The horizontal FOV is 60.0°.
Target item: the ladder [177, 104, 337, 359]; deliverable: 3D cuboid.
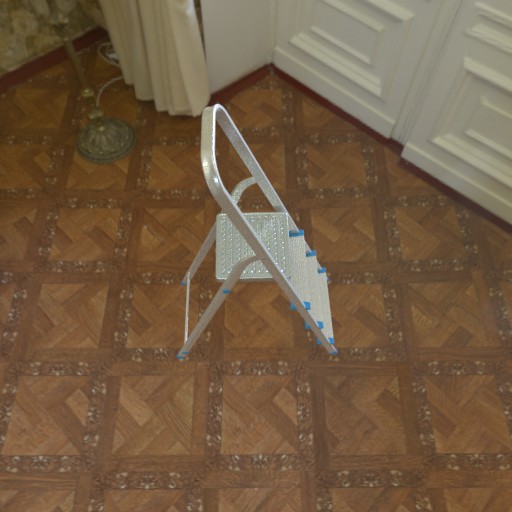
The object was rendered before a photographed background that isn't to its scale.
[{"bbox_3d":[0.000,0.000,1.803,0.842,1.434,0.445,-1,62,-1],"label":"ladder"}]
